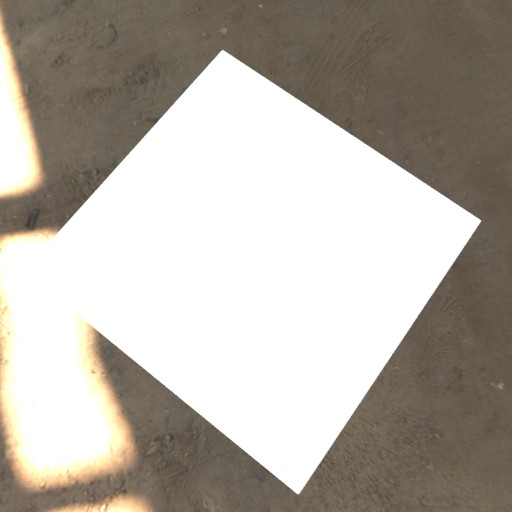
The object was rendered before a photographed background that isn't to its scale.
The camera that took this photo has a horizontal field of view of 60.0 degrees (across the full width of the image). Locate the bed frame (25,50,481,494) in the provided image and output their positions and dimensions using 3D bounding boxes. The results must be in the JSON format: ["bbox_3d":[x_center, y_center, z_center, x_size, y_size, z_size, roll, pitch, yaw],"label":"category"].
[{"bbox_3d":[0.000,0.000,2.966,2.032,0.559,1.930,36,79,8],"label":"bed frame"}]
